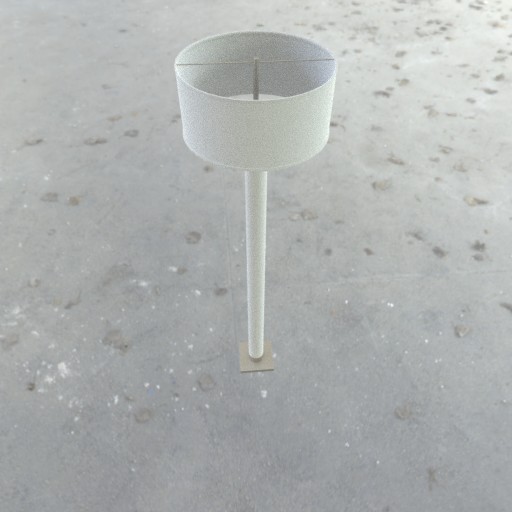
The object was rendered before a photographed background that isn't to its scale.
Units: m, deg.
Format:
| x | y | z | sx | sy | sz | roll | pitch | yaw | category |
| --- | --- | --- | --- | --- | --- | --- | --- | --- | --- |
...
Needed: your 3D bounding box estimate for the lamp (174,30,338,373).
| x | y | z | sx | sy | sz | roll | pitch | yaw | category |
| --- | --- | --- | --- | --- | --- | --- | --- | --- | --- |
| 0.000 | 0.000 | 1.667 | 0.420 | 1.475 | 0.420 | -3 | 47 | -3 | lamp |
